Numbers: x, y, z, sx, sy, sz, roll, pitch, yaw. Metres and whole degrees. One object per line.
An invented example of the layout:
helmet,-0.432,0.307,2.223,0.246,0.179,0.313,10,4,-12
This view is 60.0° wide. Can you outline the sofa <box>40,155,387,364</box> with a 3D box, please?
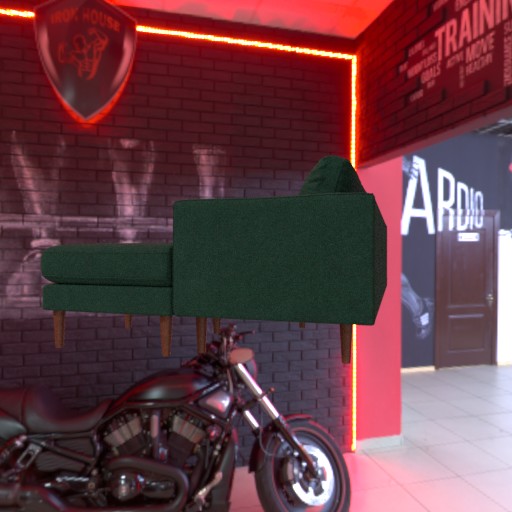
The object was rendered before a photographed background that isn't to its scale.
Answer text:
sofa,0.000,0.000,2.858,1.580,0.899,2.030,0,0,18
